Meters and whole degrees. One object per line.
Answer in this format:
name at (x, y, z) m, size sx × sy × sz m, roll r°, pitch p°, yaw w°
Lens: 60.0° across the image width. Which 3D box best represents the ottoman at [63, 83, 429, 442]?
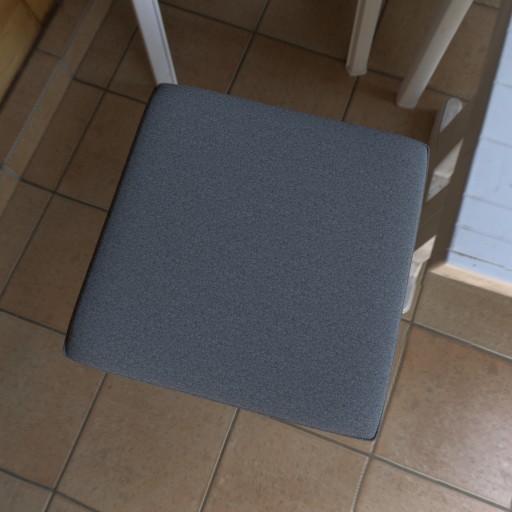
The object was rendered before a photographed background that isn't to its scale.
ottoman at (0.000, 0.000, 1.607) m, size 1.005 × 0.464 × 1.015 m, roll 14°, pitch 77°, yaw 3°
